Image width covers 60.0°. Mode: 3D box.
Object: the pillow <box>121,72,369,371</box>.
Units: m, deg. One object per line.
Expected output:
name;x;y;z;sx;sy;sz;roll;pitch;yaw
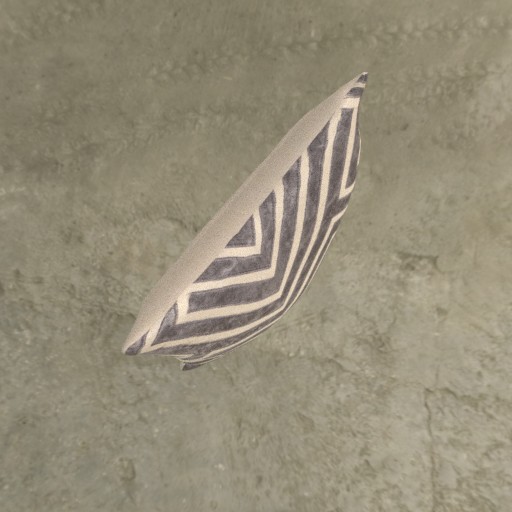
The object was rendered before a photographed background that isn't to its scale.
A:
pillow;0.000;0.000;0.692;0.182;0.441;0.440;38;78;10
